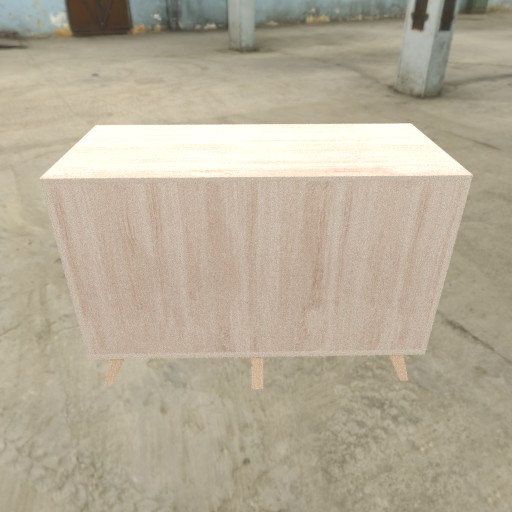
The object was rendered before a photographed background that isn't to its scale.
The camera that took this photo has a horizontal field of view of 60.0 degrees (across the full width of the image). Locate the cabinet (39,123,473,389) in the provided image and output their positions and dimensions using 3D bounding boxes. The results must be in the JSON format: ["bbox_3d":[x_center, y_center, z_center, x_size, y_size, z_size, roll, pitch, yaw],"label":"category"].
[{"bbox_3d":[0.000,0.000,1.550,1.110,0.780,0.500,-1,31,-1],"label":"cabinet"}]
